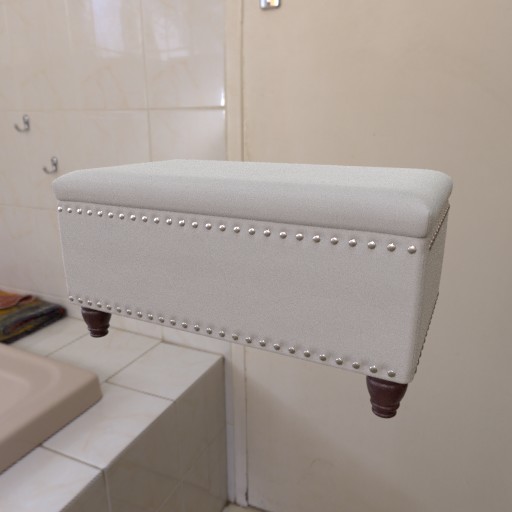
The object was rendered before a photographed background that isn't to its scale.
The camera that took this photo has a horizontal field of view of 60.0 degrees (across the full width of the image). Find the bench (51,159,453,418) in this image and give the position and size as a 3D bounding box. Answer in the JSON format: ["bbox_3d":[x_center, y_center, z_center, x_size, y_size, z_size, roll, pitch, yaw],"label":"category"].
[{"bbox_3d":[0.000,0.000,1.166,0.887,0.449,0.500,8,18,25],"label":"bench"}]
